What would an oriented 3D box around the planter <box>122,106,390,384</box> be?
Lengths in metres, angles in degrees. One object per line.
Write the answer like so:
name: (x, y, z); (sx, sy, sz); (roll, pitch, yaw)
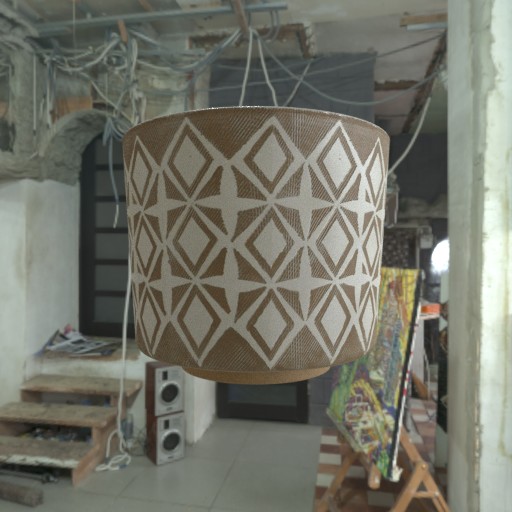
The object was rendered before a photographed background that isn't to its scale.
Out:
planter: (0.000, 0.000, 0.451); (0.260, 0.220, 0.260); (0, 0, 0)
